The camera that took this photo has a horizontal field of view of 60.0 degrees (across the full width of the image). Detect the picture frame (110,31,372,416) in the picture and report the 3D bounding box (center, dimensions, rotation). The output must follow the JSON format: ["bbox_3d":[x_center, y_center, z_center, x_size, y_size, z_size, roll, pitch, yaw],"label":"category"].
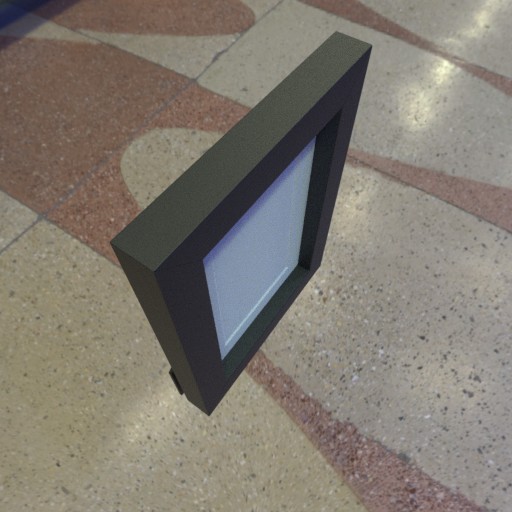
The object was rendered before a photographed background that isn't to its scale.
[{"bbox_3d":[0.000,0.000,0.273,0.028,0.208,0.157,31,63,18],"label":"picture frame"}]
